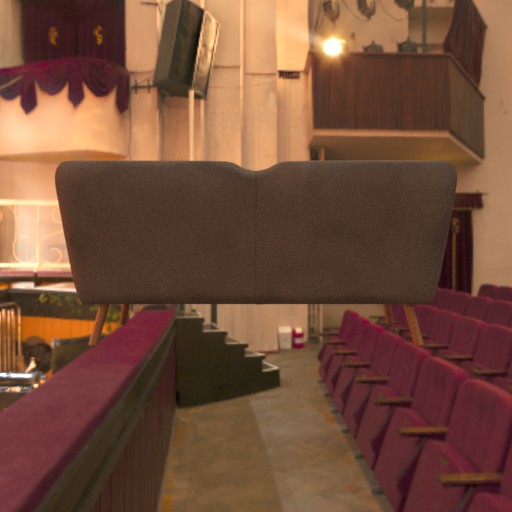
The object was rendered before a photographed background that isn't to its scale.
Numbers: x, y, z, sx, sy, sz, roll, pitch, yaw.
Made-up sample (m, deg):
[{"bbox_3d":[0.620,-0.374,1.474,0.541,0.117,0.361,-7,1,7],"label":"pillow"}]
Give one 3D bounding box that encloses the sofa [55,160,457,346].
[{"bbox_3d":[0.000,0.000,2.246,1.870,0.810,0.850,0,0,0],"label":"sofa"}]
